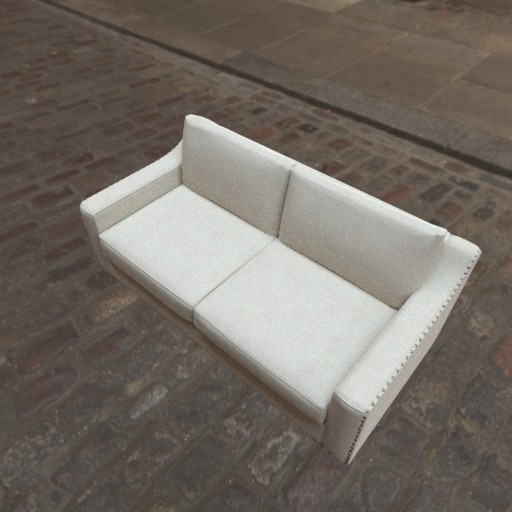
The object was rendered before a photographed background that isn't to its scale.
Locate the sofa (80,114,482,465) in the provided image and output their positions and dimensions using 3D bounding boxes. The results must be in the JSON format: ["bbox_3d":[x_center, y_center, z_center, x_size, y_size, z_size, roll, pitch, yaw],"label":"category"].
[{"bbox_3d":[0.000,0.000,2.680,2.107,0.983,1.104,32,53,28],"label":"sofa"}]
